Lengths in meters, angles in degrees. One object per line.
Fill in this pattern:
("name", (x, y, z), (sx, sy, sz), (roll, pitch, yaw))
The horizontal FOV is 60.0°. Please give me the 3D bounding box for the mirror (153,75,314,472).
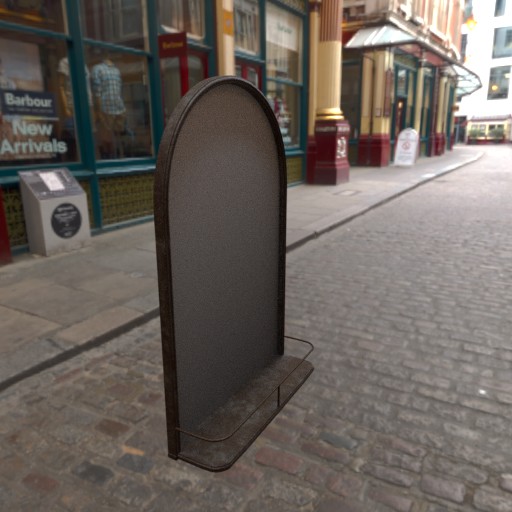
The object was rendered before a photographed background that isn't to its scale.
("mirror", (0.000, 0.000, 1.009), (0.137, 0.770, 0.510), (8, 17, 28))
